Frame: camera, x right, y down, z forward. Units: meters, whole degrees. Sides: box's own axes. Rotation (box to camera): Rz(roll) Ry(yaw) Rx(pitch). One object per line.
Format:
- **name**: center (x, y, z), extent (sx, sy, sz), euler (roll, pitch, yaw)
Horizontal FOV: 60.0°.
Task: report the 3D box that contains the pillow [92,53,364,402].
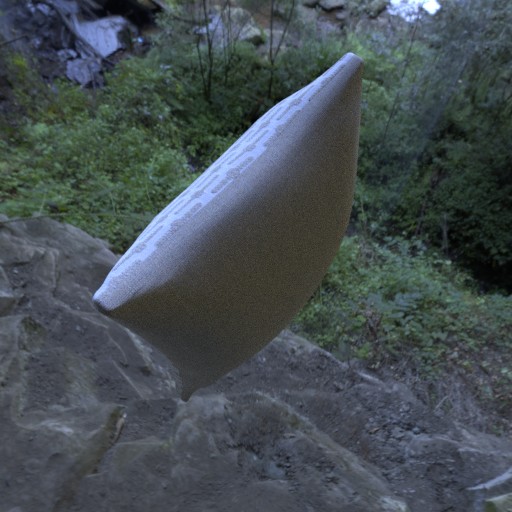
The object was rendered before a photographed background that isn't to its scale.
- **pillow**: center (0.000, 0.000, 0.758), extent (0.219, 0.491, 0.496), euler (35, 68, 17)
